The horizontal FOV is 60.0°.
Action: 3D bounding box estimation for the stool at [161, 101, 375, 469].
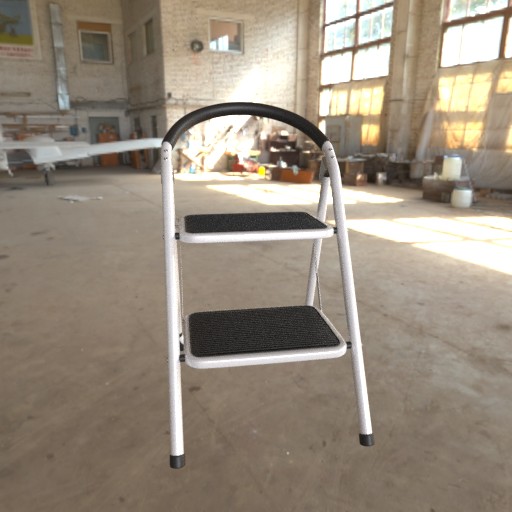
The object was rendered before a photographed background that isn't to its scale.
[{"bbox_3d":[0.000,0.000,1.107,0.453,0.760,0.559,-3,16,-9],"label":"stool"}]
